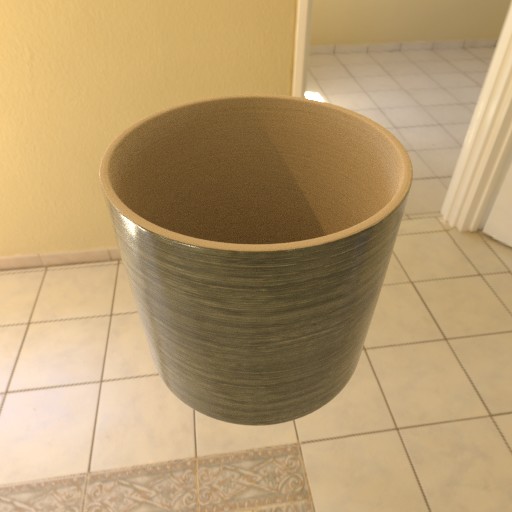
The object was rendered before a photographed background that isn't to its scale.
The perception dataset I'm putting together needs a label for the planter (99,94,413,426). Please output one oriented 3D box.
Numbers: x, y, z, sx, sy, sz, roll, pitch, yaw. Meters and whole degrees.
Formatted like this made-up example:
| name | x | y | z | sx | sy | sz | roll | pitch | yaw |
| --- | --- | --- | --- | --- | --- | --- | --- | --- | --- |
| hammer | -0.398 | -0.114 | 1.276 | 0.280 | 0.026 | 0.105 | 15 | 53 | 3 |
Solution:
| name | x | y | z | sx | sy | sz | roll | pitch | yaw |
| --- | --- | --- | --- | --- | --- | --- | --- | --- | --- |
| planter | 0.000 | 0.000 | 0.389 | 0.221 | 0.201 | 0.221 | 0 | 41 | 0 |
